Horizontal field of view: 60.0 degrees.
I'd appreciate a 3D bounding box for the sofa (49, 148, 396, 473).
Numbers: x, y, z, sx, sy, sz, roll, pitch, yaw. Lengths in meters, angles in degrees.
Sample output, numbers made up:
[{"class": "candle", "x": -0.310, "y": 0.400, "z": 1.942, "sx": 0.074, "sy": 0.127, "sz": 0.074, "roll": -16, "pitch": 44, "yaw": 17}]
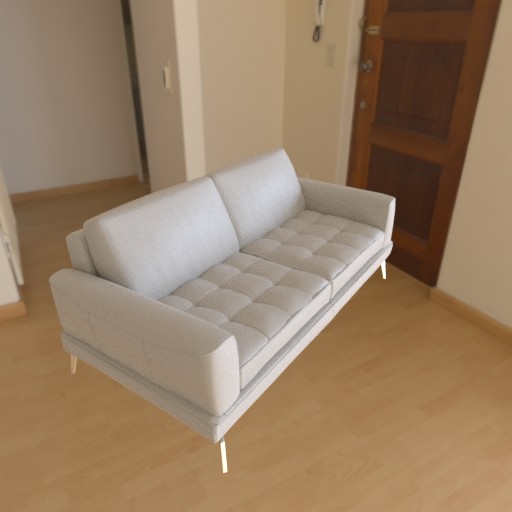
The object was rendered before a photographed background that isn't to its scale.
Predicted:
[{"class": "sofa", "x": 0.000, "y": 0.000, "z": 2.777, "sx": 1.121, "sy": 0.930, "sz": 2.177, "roll": 18, "pitch": 32, "yaw": 30}]
